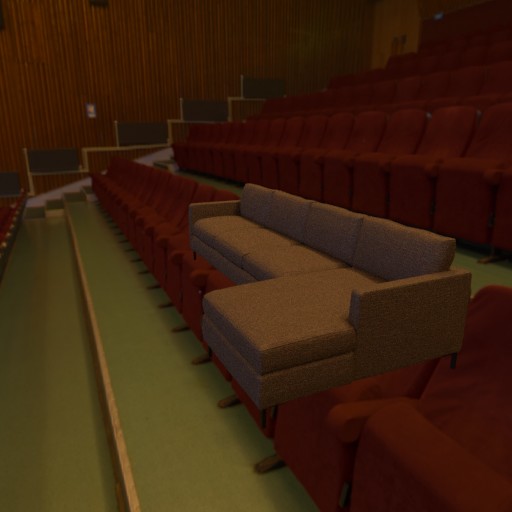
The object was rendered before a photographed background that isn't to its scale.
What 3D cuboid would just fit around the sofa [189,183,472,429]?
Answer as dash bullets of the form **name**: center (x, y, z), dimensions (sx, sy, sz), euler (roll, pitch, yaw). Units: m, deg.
- **sofa**: center (0.000, 0.000, 3.845), dimensions (1.483, 0.892, 3.221), euler (-7, 18, -24)
